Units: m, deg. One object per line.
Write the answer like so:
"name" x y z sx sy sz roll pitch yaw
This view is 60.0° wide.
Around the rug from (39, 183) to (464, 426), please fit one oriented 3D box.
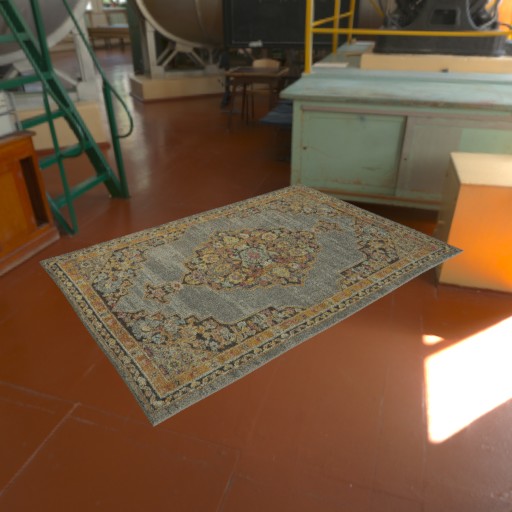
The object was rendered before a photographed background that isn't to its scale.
"rug" 0.000 0.000 3.887 3.063 0.024 2.158 -21 36 -32
